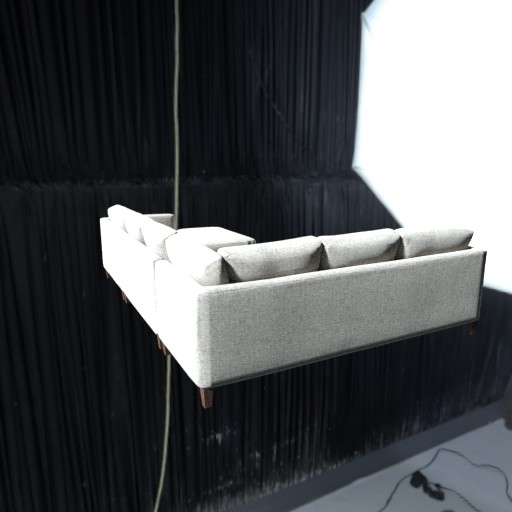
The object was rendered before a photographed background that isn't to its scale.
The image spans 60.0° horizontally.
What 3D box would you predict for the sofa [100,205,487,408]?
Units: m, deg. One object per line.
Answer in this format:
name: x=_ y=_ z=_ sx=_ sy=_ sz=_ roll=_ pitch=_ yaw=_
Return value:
sofa: x=0.000 y=0.000 z=4.610 sx=2.593 sy=0.959 sz=3.460 roll=-7 pitch=14 yaw=-27
